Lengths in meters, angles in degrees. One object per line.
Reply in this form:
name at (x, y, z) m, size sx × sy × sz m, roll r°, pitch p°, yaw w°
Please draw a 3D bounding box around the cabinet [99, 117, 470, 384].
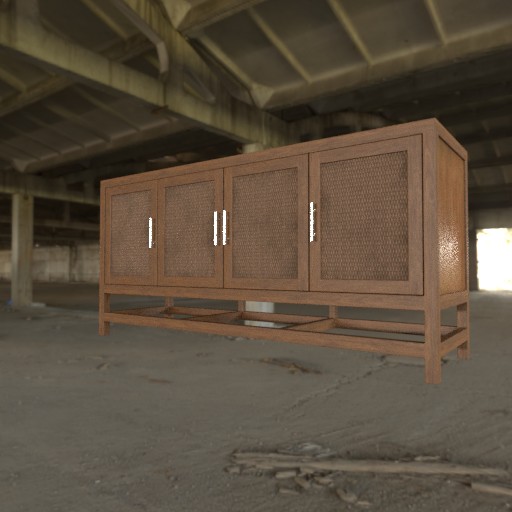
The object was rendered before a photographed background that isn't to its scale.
cabinet at (0.000, 0.000, 2.050) m, size 1.708 × 0.820 × 0.522 m, roll -1°, pitch -2°, yaw 36°
